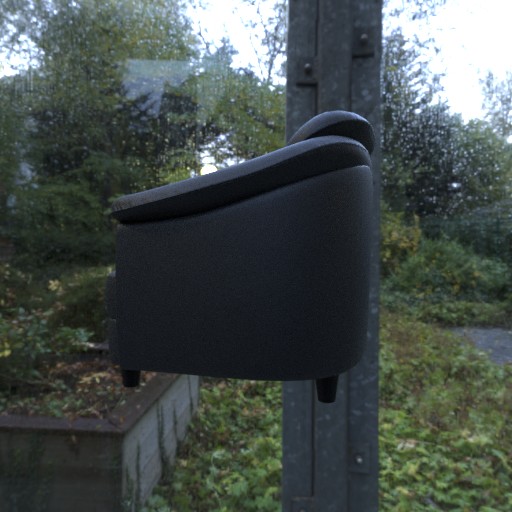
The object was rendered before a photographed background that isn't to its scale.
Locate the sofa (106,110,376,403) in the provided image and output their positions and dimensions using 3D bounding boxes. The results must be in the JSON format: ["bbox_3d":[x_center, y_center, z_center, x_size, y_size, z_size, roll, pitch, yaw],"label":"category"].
[{"bbox_3d":[0.000,0.000,1.532,0.794,0.811,0.870,0,0,18],"label":"sofa"}]
